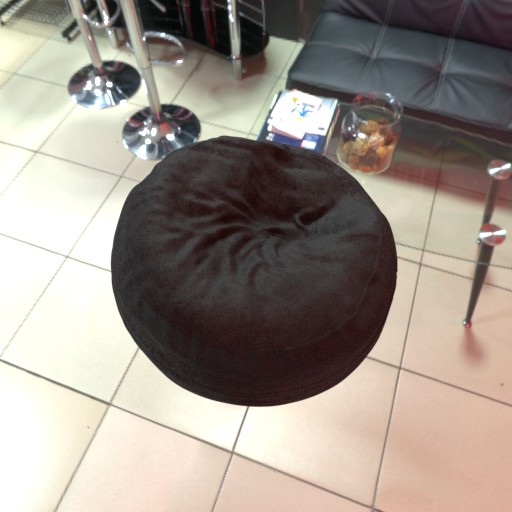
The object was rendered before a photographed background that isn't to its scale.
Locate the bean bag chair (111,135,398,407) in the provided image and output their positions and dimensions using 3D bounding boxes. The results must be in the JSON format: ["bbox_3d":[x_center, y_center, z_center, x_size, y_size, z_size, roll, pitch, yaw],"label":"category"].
[{"bbox_3d":[0.000,0.000,2.399,1.525,0.751,1.525,0,59,0],"label":"bean bag chair"}]
